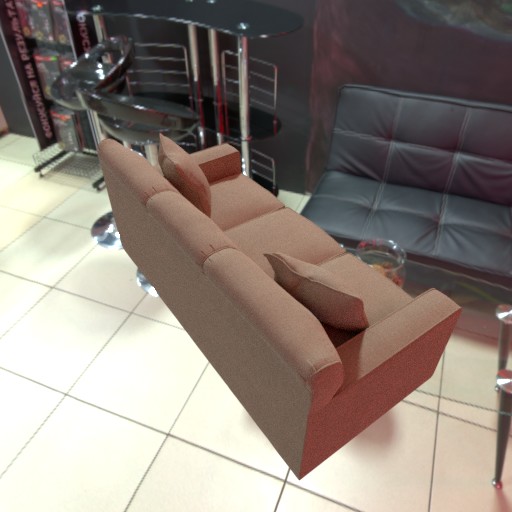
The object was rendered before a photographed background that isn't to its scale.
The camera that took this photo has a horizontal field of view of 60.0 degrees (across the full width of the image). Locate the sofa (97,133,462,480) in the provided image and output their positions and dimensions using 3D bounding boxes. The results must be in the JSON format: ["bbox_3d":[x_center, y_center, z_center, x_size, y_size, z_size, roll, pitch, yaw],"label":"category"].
[{"bbox_3d":[0.000,0.000,2.554,0.997,0.958,2.024,-25,47,-26],"label":"sofa"}]
